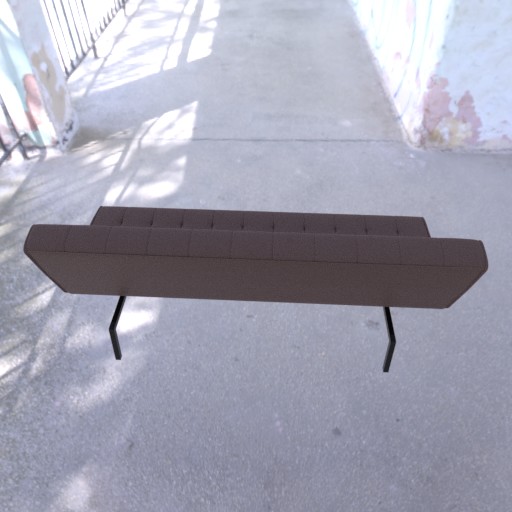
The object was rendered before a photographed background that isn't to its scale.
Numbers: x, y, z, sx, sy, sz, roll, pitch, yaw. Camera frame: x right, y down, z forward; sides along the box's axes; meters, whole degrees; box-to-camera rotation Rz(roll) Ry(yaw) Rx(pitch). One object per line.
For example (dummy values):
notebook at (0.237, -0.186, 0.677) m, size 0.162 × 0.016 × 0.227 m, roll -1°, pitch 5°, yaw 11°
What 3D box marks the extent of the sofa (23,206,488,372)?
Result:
sofa at (0.000, 0.000, 2.068) m, size 1.703 × 0.699 × 0.747 m, roll 2°, pitch 46°, yaw 2°
